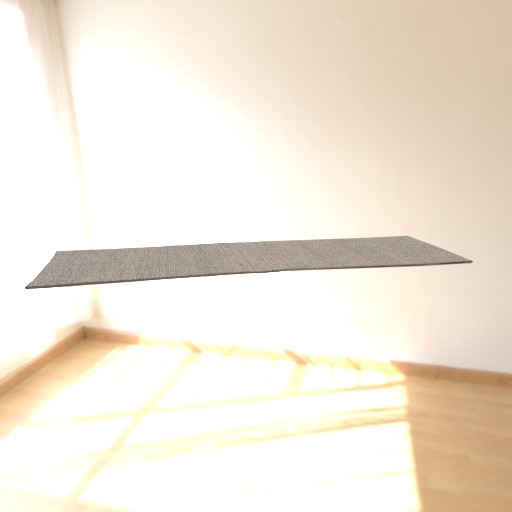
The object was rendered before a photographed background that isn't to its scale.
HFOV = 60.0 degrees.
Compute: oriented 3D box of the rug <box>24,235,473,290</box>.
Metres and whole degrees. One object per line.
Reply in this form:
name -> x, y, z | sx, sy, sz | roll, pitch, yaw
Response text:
rug -> 0.000, 0.000, 2.560 | 2.320, 0.032, 0.692 | -3, 15, -11
